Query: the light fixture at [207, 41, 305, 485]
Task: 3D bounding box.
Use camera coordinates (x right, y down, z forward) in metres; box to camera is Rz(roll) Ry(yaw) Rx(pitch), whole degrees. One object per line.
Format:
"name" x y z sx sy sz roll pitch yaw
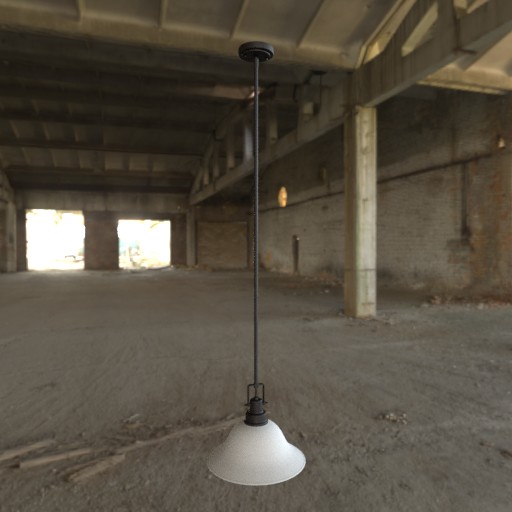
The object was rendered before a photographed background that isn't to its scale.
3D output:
"light fixture" 0.000 0.000 1.446 0.324 1.337 0.324 0 1 -18
